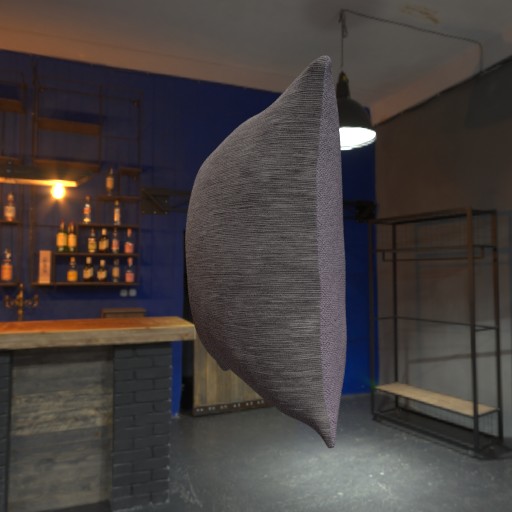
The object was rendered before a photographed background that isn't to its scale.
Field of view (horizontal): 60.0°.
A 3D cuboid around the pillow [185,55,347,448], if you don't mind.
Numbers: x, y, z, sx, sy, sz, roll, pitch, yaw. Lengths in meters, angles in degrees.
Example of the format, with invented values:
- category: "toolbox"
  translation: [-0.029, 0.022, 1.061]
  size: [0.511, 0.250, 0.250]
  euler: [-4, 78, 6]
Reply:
- category: "pillow"
  translation: [0.000, 0.000, 0.686]
  size: [0.204, 0.439, 0.452]
  euler: [1, -2, -19]
